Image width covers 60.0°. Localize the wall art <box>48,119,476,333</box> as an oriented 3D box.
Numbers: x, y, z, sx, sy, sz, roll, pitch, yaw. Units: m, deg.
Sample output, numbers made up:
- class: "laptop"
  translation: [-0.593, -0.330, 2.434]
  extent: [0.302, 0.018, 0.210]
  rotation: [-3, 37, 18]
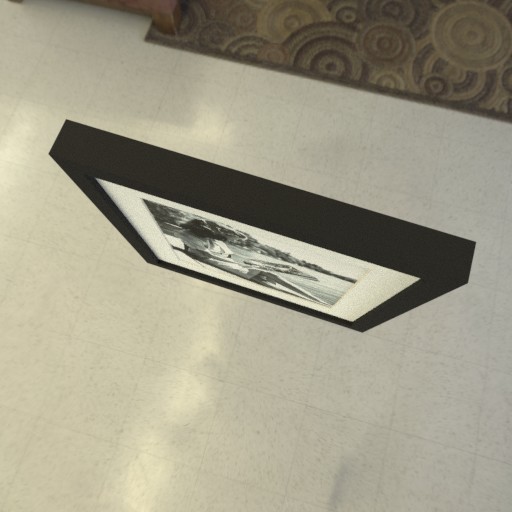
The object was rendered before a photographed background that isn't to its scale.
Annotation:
- class: "wall art"
  translation: [0.000, 0.000, 0.459]
  extent: [0.308, 0.305, 0.030]
  rotation: [18, 75, 5]
